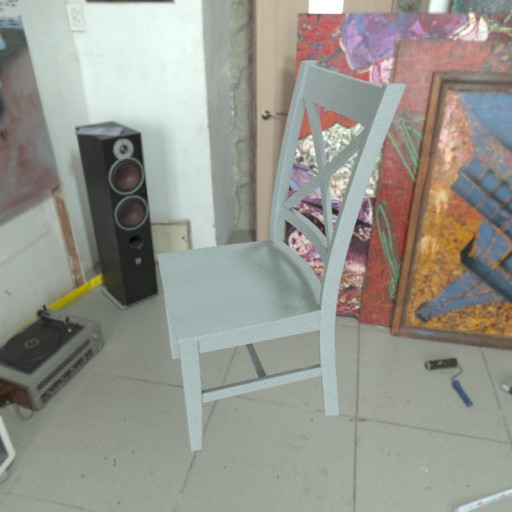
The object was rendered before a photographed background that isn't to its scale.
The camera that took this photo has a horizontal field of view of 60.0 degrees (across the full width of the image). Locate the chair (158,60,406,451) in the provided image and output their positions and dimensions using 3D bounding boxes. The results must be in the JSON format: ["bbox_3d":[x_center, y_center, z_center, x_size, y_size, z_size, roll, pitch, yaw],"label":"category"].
[{"bbox_3d":[0.000,0.000,1.286,0.542,0.983,0.485,-9,31,-15],"label":"chair"}]
